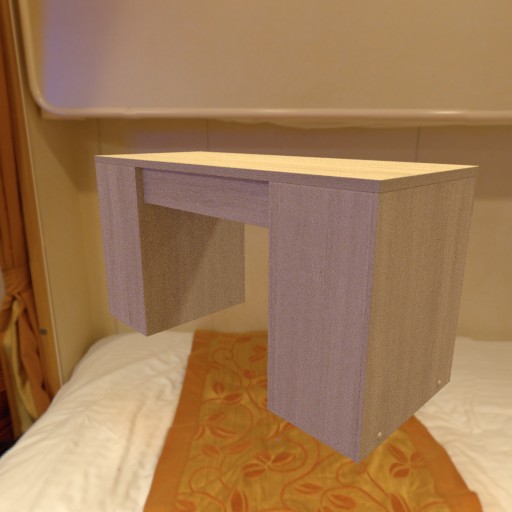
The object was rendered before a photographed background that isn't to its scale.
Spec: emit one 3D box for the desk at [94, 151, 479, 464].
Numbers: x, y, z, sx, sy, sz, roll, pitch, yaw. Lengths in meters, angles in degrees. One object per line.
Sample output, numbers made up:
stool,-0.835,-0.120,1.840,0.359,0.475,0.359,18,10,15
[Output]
desk,0.000,0.000,1.740,0.600,0.740,1.390,-15,22,-42
